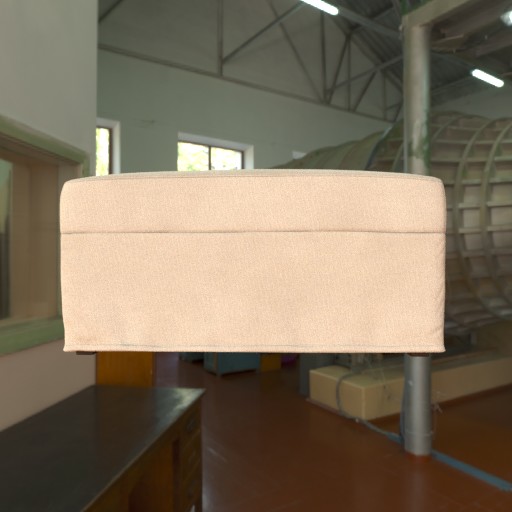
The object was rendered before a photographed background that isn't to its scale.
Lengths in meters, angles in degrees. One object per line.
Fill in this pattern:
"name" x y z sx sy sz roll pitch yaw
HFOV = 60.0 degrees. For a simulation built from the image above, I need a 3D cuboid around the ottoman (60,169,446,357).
"ottoman" 0.000 0.000 1.341 0.843 0.441 0.842 0 -1 1
